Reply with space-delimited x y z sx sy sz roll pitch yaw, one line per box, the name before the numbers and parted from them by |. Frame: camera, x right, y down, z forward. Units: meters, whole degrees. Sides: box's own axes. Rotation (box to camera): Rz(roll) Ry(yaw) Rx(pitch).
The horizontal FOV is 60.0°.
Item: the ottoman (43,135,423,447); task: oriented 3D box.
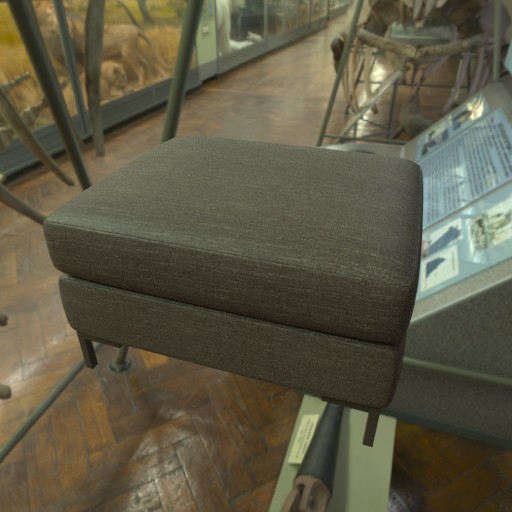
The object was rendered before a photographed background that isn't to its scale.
ottoman | 0.000 0.000 1.219 0.820 0.490 0.671 10 33 16
